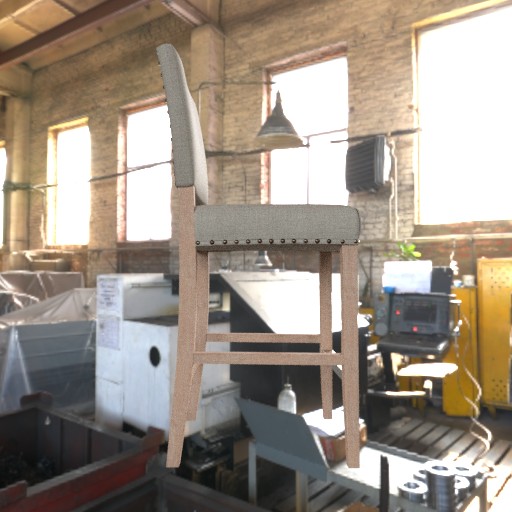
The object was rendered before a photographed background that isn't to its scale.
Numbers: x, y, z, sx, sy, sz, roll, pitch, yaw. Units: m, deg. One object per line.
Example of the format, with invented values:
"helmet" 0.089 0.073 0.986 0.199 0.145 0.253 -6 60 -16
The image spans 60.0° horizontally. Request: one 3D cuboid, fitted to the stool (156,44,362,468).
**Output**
"stool" 0.000 0.000 1.435 0.585 1.173 0.445 0 -2 -1
